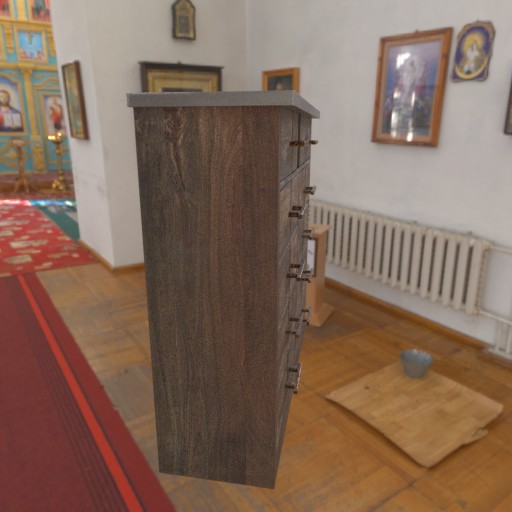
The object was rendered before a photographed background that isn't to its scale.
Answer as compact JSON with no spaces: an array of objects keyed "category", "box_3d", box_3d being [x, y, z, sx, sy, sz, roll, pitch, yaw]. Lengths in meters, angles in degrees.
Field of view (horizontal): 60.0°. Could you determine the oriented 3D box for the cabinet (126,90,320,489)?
[{"category":"cabinet","box_3d":[0.000,0.000,1.425,0.338,0.919,0.968,3,16,10]}]
